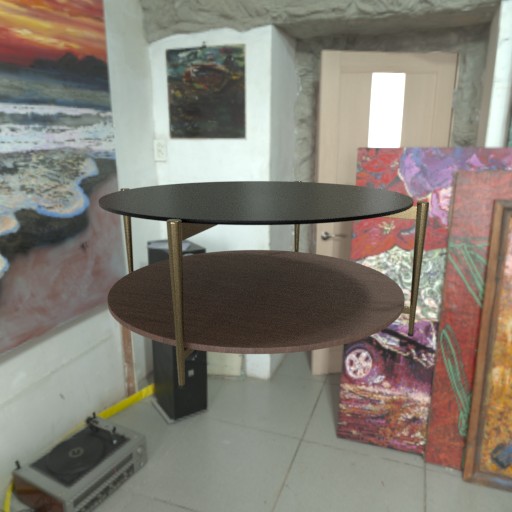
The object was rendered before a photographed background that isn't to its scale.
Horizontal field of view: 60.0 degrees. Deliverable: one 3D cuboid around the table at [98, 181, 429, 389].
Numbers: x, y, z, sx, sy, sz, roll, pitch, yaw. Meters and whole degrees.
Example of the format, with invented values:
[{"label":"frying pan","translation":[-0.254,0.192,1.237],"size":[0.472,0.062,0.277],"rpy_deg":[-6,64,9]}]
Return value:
[{"label":"table","translation":[0.000,0.000,1.445],"size":[0.938,0.400,0.938],"rpy_deg":[-2,15,-9]}]
